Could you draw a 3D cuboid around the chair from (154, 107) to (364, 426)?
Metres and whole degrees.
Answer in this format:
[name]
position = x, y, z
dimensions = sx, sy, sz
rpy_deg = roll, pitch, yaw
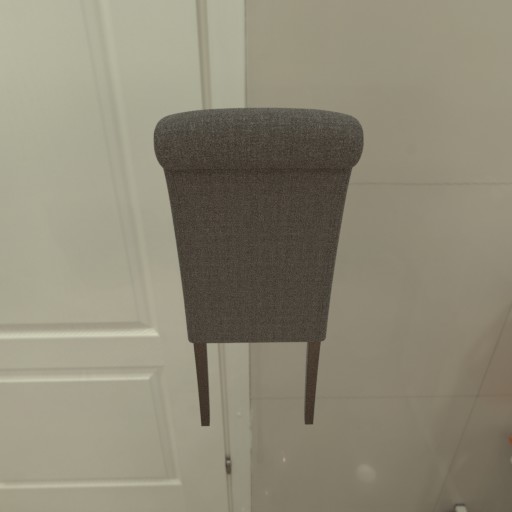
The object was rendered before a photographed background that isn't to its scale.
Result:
[chair]
position = 0.000, 0.000, 1.359
dimensions = 0.456, 1.006, 0.671
rpy_deg = -1, 31, -1
